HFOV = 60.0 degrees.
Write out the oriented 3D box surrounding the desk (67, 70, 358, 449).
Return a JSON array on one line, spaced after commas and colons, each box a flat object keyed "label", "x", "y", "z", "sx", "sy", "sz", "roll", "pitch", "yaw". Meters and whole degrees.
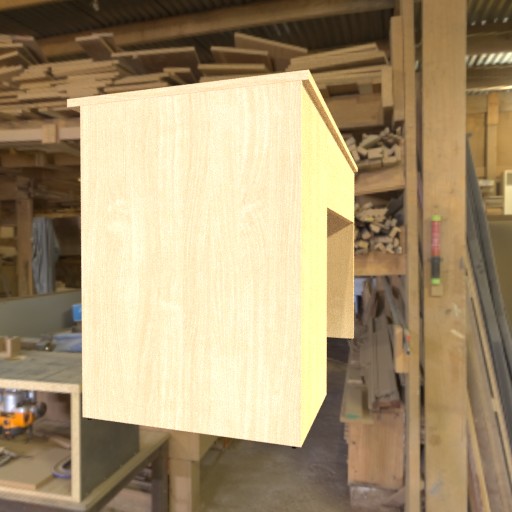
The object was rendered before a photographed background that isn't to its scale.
[{"label": "desk", "x": 0.000, "y": 0.000, "z": 1.460, "sx": 0.560, "sy": 0.735, "sz": 1.097, "roll": 0, "pitch": 1, "yaw": 18}]
